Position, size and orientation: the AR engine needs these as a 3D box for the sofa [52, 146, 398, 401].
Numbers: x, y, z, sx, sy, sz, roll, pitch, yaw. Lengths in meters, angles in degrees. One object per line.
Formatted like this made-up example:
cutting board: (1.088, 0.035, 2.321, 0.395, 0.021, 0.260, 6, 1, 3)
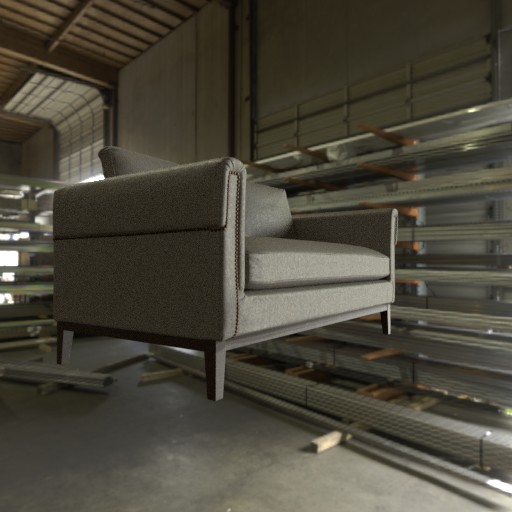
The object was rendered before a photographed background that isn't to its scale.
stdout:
sofa: (0.000, 0.000, 2.146, 0.899, 0.873, 1.598, -1, -1, 35)
